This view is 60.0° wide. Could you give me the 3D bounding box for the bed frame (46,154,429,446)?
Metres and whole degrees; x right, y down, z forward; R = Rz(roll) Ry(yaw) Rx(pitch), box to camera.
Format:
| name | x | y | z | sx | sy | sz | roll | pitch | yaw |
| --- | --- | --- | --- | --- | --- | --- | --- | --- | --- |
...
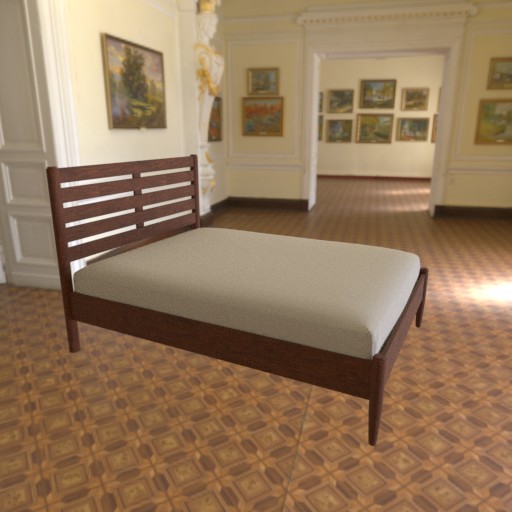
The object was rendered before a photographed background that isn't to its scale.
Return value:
| name | x | y | z | sx | sy | sz | roll | pitch | yaw |
| --- | --- | --- | --- | --- | --- | --- | --- | --- | --- |
| bed frame | 0.000 | 0.000 | 3.250 | 2.234 | 1.321 | 1.655 | 8 | 18 | 26 |
